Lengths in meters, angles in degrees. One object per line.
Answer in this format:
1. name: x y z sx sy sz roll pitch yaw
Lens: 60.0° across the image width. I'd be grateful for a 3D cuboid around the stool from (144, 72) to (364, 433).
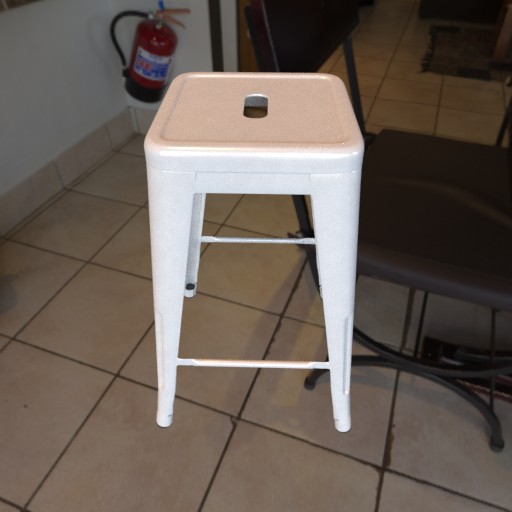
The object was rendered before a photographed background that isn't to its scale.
1. stool: 0.000 0.000 0.869 0.406 0.610 0.406 1 41 1
